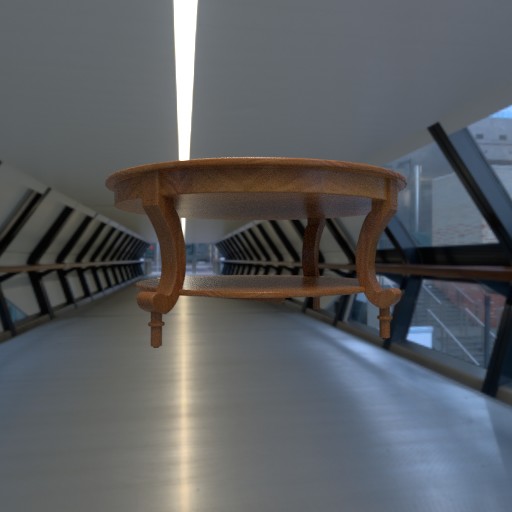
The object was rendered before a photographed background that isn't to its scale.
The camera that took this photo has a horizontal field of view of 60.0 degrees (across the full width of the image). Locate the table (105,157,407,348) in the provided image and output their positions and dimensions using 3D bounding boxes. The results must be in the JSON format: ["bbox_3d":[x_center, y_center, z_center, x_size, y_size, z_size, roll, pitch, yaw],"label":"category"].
[{"bbox_3d":[0.000,0.000,1.589,1.029,0.490,1.029,0,0,0],"label":"table"}]
